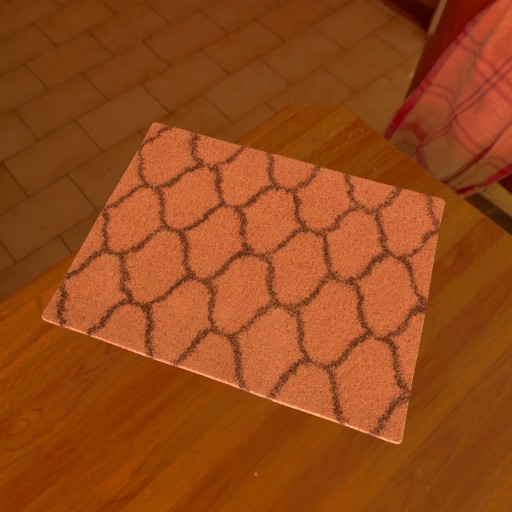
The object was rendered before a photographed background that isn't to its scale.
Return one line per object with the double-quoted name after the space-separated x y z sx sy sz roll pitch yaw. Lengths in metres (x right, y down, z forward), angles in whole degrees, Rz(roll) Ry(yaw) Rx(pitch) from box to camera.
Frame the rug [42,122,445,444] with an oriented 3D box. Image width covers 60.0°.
0.000 0.000 2.092 1.600 0.025 1.200 17 65 8 "rug"
